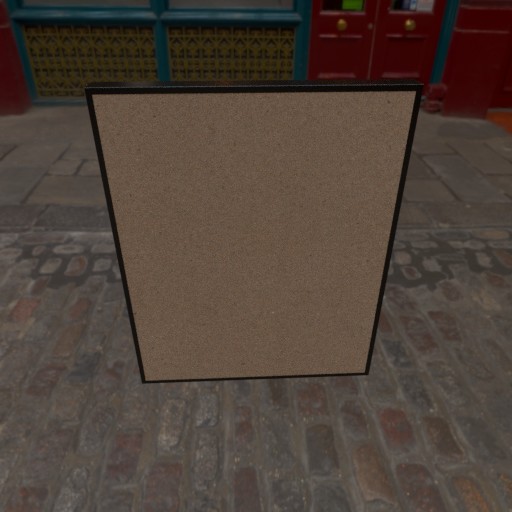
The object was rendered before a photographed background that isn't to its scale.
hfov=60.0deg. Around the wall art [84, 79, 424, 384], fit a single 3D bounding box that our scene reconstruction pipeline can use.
[{"bbox_3d":[0.000,0.000,0.745,0.448,0.551,0.038,-1,32,-2],"label":"wall art"}]
